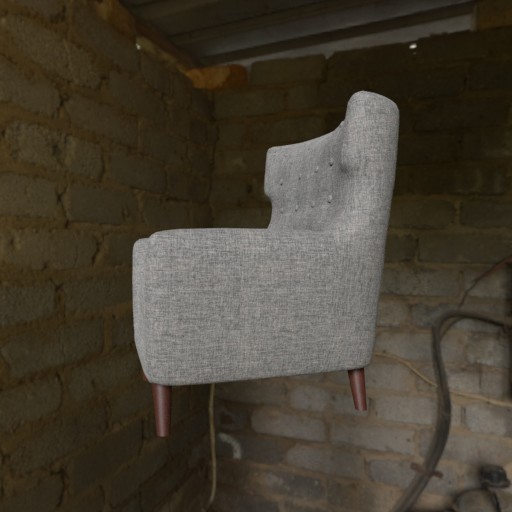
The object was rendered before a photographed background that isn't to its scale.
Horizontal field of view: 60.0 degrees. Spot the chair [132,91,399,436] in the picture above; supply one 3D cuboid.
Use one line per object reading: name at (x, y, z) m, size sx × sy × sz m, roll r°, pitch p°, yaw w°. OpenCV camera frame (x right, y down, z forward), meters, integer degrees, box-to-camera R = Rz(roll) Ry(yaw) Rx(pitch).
chair at (0.000, 0.000, 1.735) m, size 0.904 × 1.063 × 0.878 m, roll 0°, pitch 1°, yaw -18°
